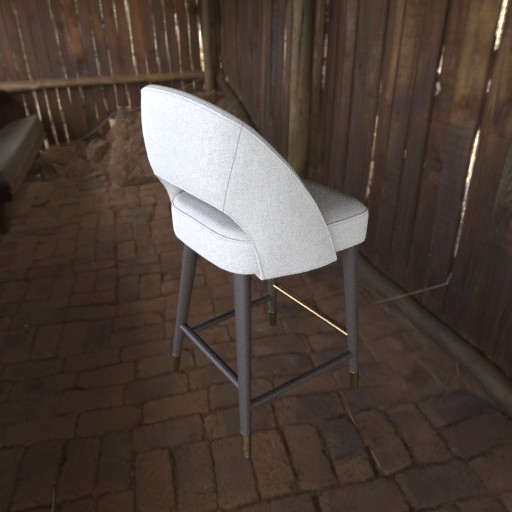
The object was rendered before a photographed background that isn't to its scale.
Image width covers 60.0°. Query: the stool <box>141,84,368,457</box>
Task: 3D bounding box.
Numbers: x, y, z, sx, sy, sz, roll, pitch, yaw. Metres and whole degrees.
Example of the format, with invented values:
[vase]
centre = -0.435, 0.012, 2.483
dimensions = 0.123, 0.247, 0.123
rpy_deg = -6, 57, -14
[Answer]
[stool]
centre = 0.000, 0.000, 1.262
dimensions = 0.509, 0.940, 0.494
rpy_deg = -19, 33, -32
